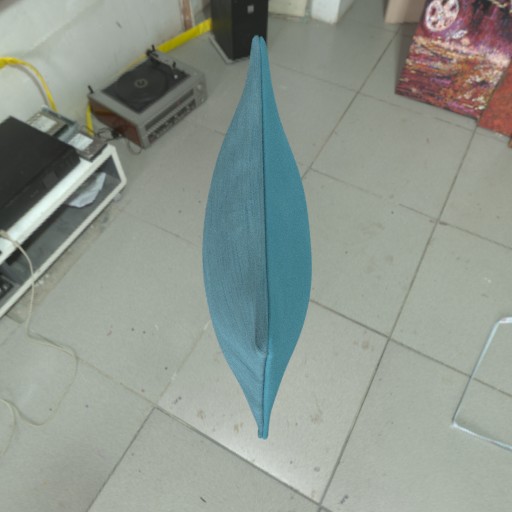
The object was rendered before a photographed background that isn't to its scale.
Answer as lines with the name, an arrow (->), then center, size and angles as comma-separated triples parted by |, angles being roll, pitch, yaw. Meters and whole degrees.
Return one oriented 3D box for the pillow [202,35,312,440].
pillow -> 0.000, 0.000, 0.640 | 0.151, 0.415, 0.433 | -1, 58, 0
